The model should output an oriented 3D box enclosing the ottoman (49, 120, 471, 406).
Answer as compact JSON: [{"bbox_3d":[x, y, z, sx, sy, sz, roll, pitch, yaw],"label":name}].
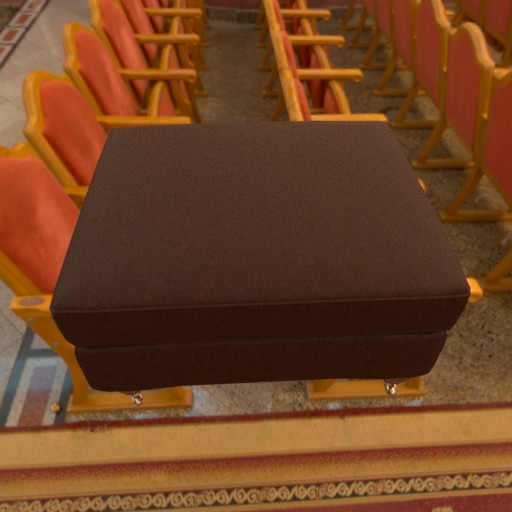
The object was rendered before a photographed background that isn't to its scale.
[{"bbox_3d":[0.000,0.000,1.756,1.187,0.730,0.967,-2,46,-2],"label":"ottoman"}]
